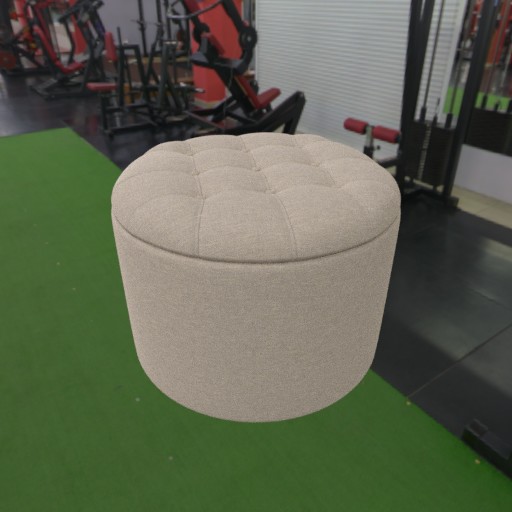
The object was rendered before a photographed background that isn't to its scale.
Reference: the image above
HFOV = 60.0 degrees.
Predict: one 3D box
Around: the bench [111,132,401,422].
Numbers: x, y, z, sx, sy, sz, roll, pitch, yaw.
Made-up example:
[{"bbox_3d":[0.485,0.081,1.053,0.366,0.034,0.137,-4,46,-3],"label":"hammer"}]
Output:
[{"bbox_3d":[0.000,0.000,1.026,0.600,0.454,0.600,0,31,0],"label":"bench"}]
